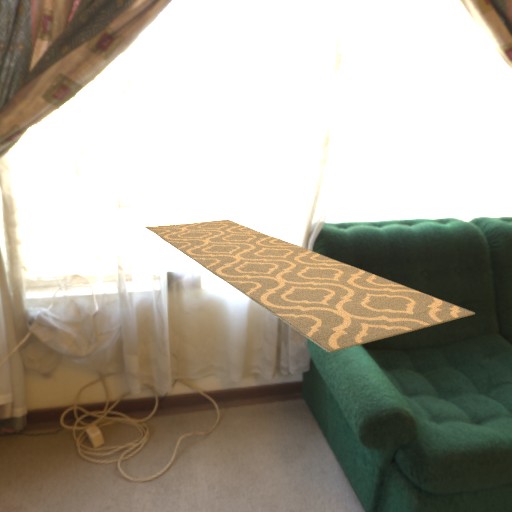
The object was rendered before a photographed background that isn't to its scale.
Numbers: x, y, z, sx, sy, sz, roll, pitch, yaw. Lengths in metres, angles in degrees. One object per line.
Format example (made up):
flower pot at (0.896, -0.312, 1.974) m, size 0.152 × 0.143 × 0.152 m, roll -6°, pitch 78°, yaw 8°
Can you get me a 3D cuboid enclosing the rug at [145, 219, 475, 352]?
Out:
rug at (0.000, 0.000, 2.489) m, size 0.684 × 0.009 × 2.275 m, roll -8°, pitch 17°, yaw -27°
